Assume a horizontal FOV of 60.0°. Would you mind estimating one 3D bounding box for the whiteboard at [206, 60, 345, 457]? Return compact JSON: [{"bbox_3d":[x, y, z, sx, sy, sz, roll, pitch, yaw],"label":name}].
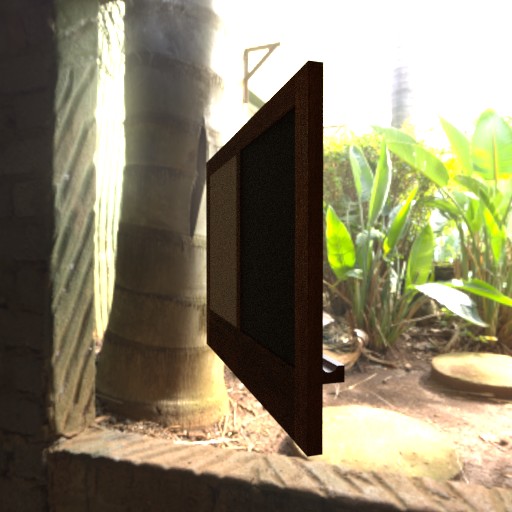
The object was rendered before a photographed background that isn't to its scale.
[{"bbox_3d":[0.000,0.000,0.995,0.083,0.553,0.768,0,1,-17],"label":"whiteboard"}]
